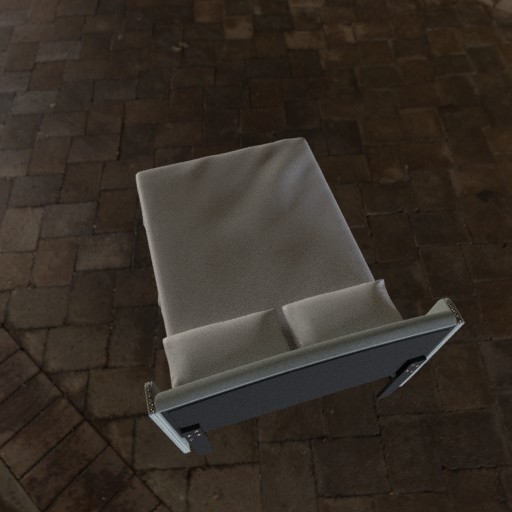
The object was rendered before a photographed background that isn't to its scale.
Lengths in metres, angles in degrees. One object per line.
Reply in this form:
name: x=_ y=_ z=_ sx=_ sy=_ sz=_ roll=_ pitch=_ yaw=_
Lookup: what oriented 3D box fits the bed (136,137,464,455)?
bed: x=0.000 y=0.000 z=3.327 sx=1.710 sy=1.407 sz=2.237 roll=-14 pitch=60 yaw=-8
